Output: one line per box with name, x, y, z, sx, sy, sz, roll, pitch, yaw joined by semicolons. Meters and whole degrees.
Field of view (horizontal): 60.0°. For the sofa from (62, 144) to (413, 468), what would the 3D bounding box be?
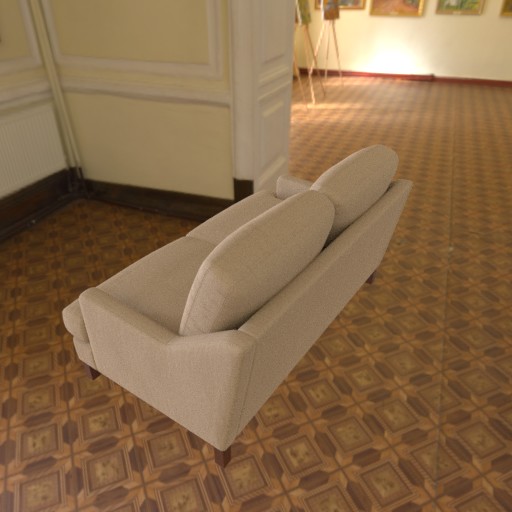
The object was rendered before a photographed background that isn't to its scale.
sofa;0.000;0.000;2.234;1.004;0.910;1.619;20;37;29
